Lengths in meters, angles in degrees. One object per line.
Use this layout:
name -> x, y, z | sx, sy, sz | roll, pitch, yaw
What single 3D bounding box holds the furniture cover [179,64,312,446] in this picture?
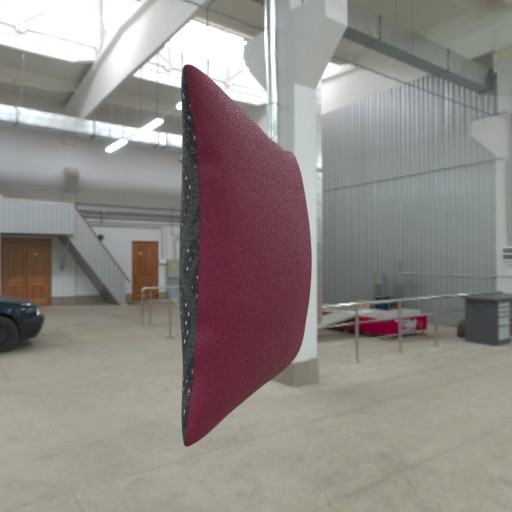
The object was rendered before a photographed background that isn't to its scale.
furniture cover -> 0.000, 0.000, 0.842 | 0.193, 0.509, 0.552 | 0, 0, 19
